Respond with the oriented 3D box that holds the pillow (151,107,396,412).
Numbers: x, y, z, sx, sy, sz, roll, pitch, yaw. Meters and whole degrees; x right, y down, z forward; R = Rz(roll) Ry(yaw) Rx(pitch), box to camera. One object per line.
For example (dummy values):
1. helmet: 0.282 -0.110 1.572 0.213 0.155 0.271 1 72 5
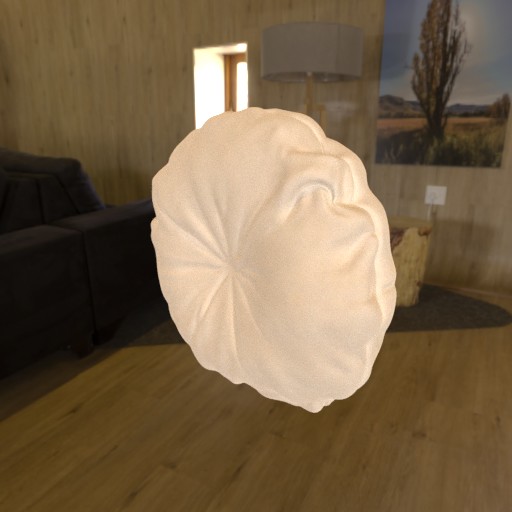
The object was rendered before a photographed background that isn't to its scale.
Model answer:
1. pillow: 0.000 0.000 0.640 0.428 0.407 0.148 16 23 42
